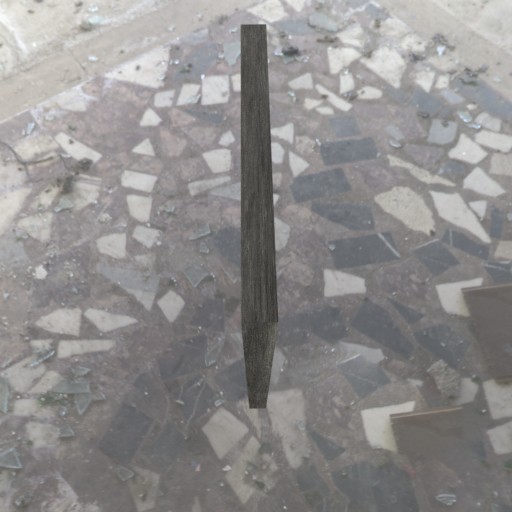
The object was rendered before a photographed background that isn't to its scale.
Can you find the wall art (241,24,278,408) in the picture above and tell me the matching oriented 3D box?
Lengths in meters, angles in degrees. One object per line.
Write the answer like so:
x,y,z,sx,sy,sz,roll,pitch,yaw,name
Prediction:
0.000,0.000,1.370,0.063,1.016,0.762,-1,63,0,wall art
